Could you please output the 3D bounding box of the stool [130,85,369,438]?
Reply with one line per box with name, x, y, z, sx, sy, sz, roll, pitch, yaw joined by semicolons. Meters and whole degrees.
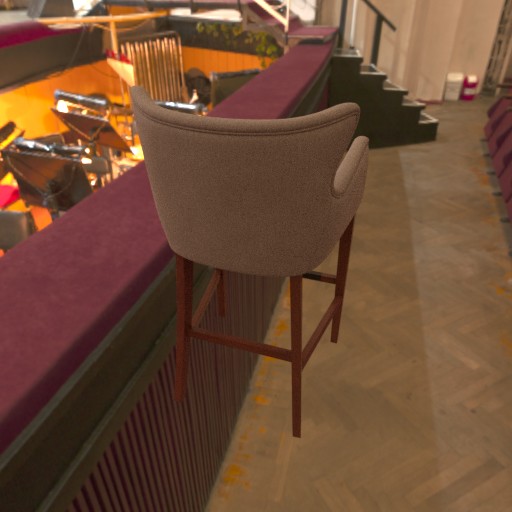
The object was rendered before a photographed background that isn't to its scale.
stool;0.000;0.000;1.404;0.575;1.047;0.575;11;34;16
